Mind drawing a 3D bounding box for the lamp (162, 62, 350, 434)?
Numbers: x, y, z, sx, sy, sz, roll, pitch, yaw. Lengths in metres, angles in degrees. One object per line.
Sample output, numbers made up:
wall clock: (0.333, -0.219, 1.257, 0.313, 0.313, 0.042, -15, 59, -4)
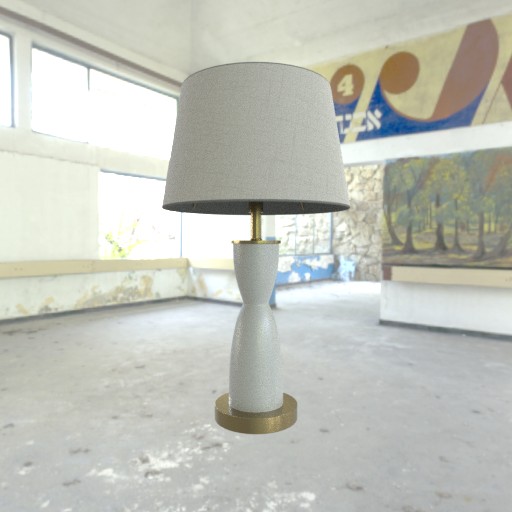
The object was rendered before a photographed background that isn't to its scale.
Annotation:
lamp: (0.000, 0.000, 0.743, 0.309, 0.545, 0.309, 0, 2, 0)
